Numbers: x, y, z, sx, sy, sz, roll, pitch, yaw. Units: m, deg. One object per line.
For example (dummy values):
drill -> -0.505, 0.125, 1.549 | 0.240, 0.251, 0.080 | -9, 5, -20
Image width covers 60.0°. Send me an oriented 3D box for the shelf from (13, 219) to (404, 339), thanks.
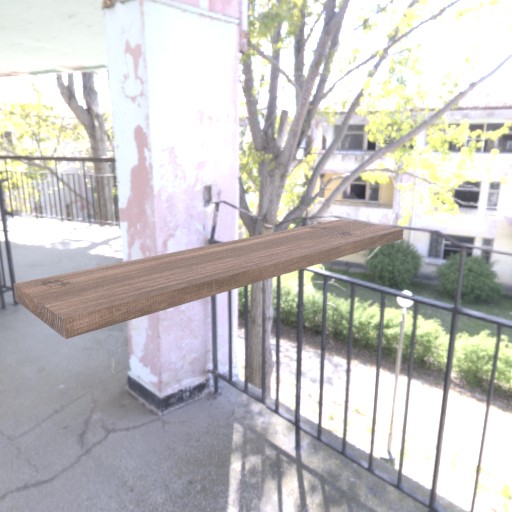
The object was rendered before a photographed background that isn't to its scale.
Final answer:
shelf -> 0.000, 0.000, 0.647 | 0.610, 0.020, 0.140 | -14, 20, -42
